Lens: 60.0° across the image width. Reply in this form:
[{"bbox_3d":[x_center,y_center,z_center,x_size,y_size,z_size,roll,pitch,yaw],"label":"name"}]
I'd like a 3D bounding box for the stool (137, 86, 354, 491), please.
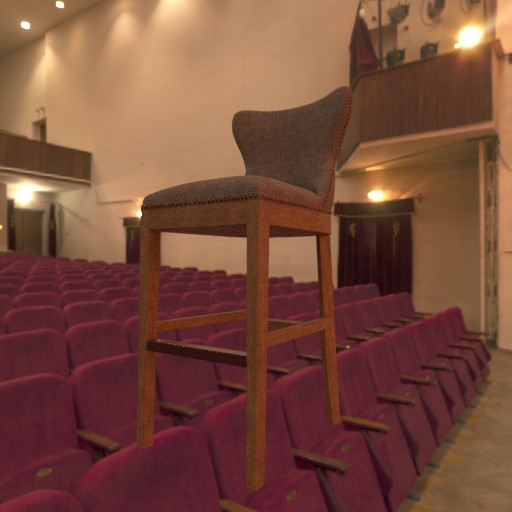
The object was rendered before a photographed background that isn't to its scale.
[{"bbox_3d":[0.000,0.000,1.419,0.494,1.123,0.606,0,0,35],"label":"stool"}]
